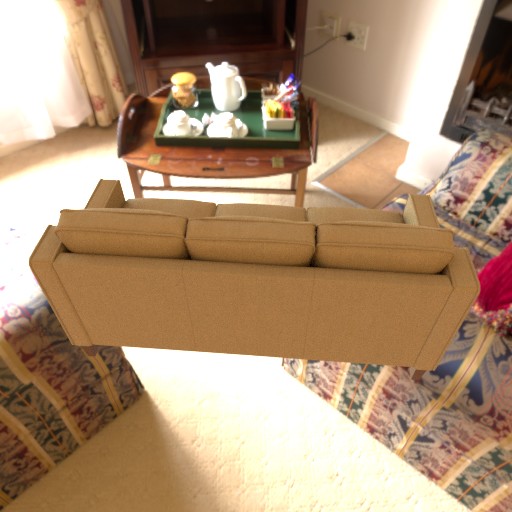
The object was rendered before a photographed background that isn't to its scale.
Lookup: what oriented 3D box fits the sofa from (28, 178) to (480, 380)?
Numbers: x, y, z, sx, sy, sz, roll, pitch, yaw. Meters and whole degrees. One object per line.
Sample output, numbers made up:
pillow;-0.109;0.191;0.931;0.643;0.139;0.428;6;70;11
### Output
sofa;0.000;0.000;2.480;1.986;0.974;0.911;3;46;3
